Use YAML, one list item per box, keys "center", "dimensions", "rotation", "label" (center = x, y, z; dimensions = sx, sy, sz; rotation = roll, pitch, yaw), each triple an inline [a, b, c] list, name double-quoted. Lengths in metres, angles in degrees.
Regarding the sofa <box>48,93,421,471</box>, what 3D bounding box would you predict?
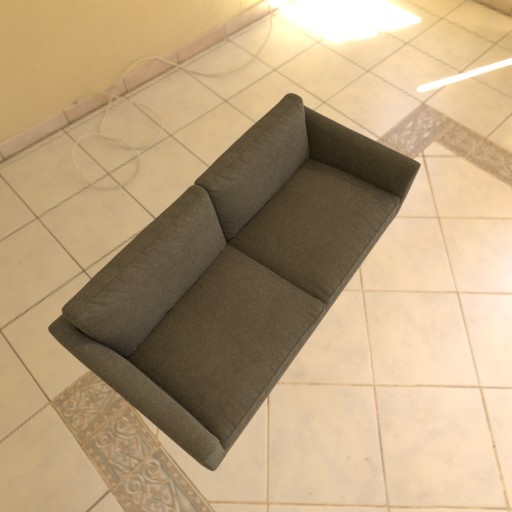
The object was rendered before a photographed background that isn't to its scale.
- center: [0.000, 0.000, 2.801]
  dimensions: [1.092, 0.838, 2.257]
  rotation: [32, 64, 18]
  label: "sofa"
